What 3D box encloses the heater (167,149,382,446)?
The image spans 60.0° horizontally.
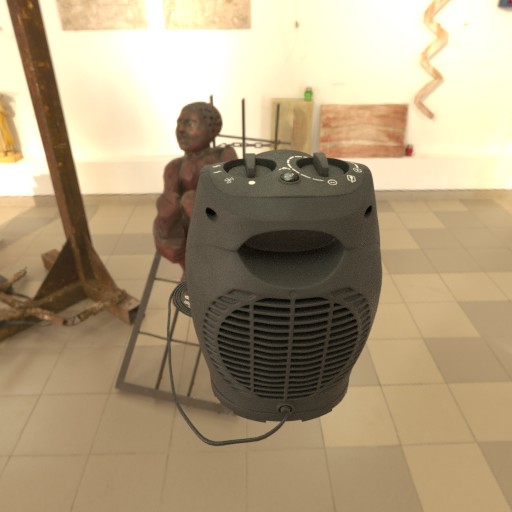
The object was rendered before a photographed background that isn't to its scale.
[{"bbox_3d":[0.000,0.000,0.486,0.239,0.255,0.291,-1,31,-2],"label":"heater"}]
